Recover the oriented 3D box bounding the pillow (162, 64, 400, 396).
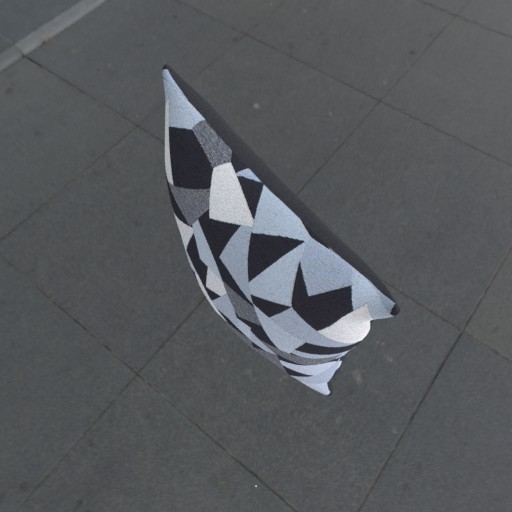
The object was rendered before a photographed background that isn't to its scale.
[{"bbox_3d":[0.000,0.000,0.789,0.208,0.496,0.503,-34,68,-16],"label":"pillow"}]
